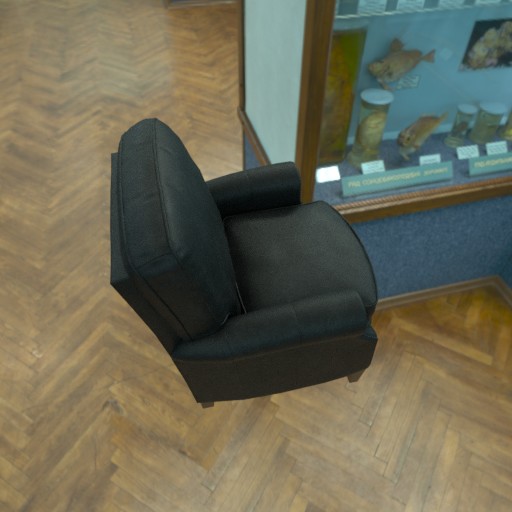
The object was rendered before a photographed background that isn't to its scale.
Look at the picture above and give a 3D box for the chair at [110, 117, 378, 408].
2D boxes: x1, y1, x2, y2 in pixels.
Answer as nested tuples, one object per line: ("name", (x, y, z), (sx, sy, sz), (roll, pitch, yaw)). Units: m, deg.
("chair", (0.000, 0.000, 1.782), (0.986, 1.018, 0.936), (-9, 47, -9))
